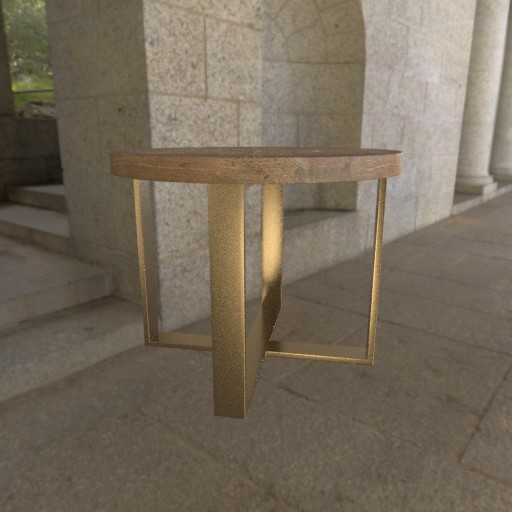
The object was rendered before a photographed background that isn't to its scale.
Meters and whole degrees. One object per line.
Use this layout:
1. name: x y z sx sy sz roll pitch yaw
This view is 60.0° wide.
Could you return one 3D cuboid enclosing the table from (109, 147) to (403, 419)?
1. table: 0.000 0.000 0.942 0.557 0.437 0.557 0 15 0
